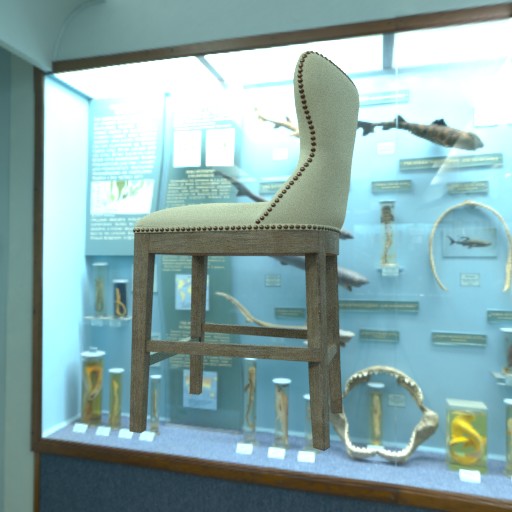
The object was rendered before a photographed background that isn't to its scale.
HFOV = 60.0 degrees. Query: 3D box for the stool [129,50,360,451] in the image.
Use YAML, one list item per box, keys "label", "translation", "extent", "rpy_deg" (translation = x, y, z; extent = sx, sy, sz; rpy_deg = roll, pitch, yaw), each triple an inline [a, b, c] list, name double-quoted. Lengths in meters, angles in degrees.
- label: "stool"
  translation: [0.000, 0.000, 1.330]
  extent: [0.608, 0.981, 0.498]
  rpy_deg: [0, -1, 18]
